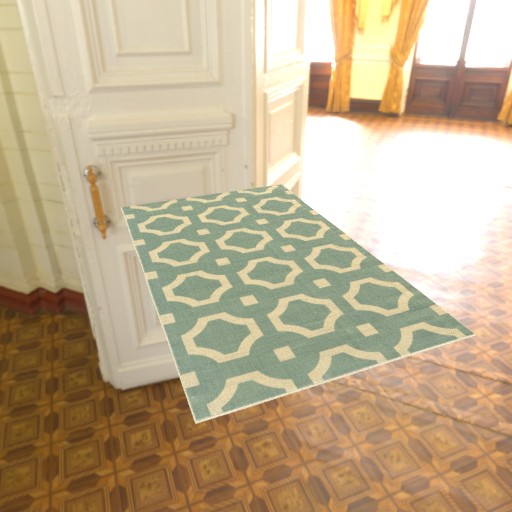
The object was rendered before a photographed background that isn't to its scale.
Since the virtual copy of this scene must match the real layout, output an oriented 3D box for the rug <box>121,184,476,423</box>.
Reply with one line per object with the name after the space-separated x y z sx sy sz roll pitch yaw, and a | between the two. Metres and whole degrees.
0.000 0.000 3.079 1.528 0.015 2.443 -11 31 -19 | rug
